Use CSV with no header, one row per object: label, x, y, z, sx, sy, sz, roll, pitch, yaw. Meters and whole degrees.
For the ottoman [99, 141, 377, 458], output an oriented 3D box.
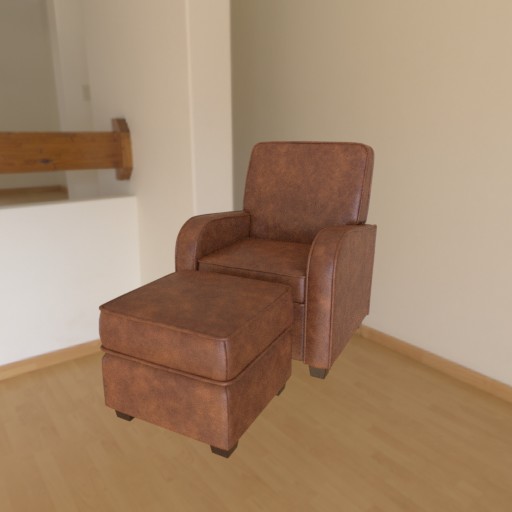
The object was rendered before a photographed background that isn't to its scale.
ottoman,0.000,0.000,1.843,0.732,0.904,1.314,8,18,26
